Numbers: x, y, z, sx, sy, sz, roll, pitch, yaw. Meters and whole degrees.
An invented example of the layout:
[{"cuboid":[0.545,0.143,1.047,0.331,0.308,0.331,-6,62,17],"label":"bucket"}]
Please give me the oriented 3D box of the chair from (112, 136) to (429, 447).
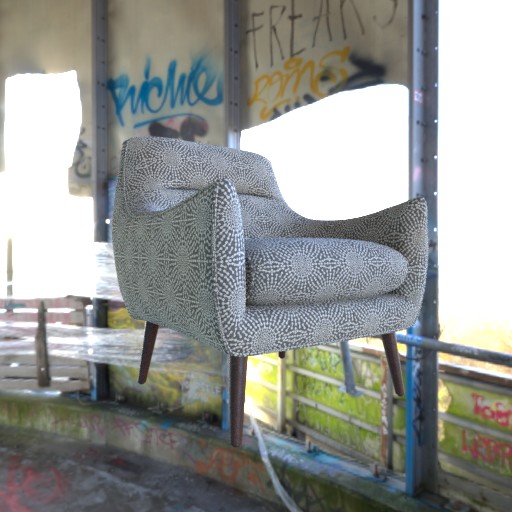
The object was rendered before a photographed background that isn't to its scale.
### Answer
[{"cuboid":[0.000,0.000,1.431,0.762,0.838,0.787,-1,1,-36],"label":"chair"}]
